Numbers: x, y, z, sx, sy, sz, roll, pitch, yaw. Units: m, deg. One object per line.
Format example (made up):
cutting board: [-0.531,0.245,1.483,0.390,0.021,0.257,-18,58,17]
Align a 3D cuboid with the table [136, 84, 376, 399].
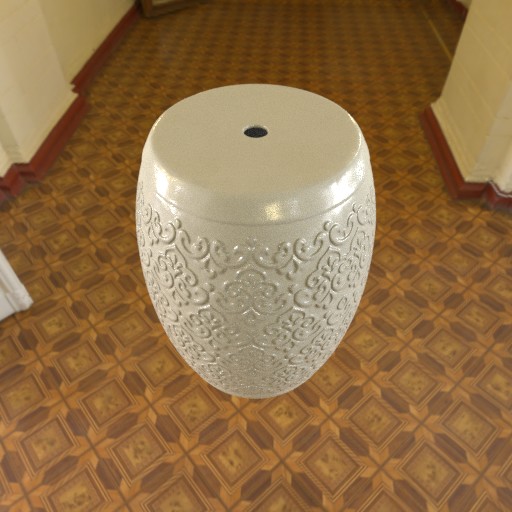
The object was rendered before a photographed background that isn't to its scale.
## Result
table: [0.000,0.000,0.624,0.309,0.397,0.309,0,46,0]
